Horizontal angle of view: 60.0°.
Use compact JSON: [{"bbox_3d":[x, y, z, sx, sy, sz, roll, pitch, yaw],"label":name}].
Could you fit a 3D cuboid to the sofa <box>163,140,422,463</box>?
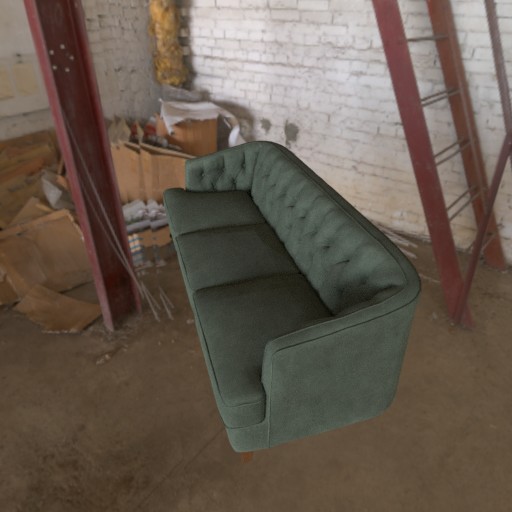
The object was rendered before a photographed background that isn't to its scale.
[{"bbox_3d":[0.000,0.000,2.777,0.941,0.855,2.278,-9,32,-14],"label":"sofa"}]
